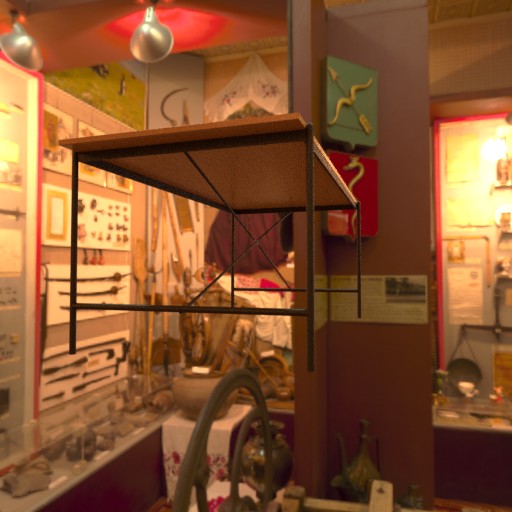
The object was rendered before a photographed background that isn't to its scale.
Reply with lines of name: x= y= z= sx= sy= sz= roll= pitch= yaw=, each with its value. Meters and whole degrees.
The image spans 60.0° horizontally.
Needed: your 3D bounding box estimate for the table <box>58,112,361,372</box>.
table: x=0.000 y=0.000 z=2.248 sx=0.900 sy=0.758 sz=1.800 roll=-1 pitch=-2 yaw=18
